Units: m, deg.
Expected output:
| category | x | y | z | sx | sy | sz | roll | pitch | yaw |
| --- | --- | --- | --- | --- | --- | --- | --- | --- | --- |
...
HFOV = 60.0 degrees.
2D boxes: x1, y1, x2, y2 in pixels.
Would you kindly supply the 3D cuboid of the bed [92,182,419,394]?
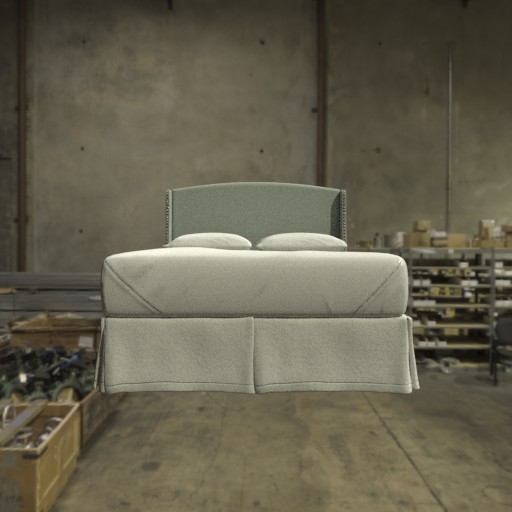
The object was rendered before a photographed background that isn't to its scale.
| category | x | y | z | sx | sy | sz | roll | pitch | yaw |
| --- | --- | --- | --- | --- | --- | --- | --- | --- | --- |
| bed | 0.000 | 0.000 | 3.292 | 1.710 | 1.407 | 2.237 | 0 | 1 | 0 |
